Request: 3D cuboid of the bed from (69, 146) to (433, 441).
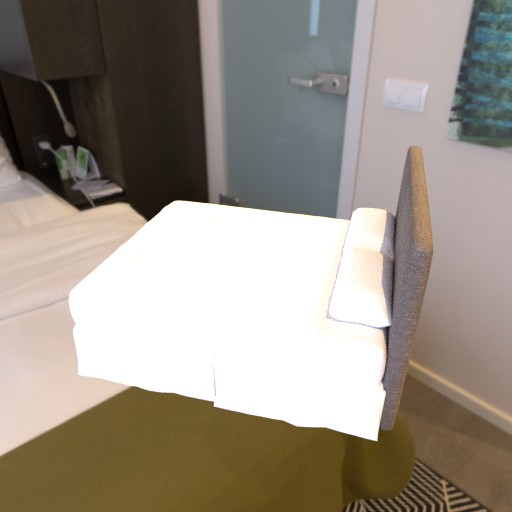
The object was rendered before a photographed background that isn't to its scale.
[{"bbox_3d":[0.000,0.000,3.205,2.142,1.330,1.723,8,31,14],"label":"bed"}]
